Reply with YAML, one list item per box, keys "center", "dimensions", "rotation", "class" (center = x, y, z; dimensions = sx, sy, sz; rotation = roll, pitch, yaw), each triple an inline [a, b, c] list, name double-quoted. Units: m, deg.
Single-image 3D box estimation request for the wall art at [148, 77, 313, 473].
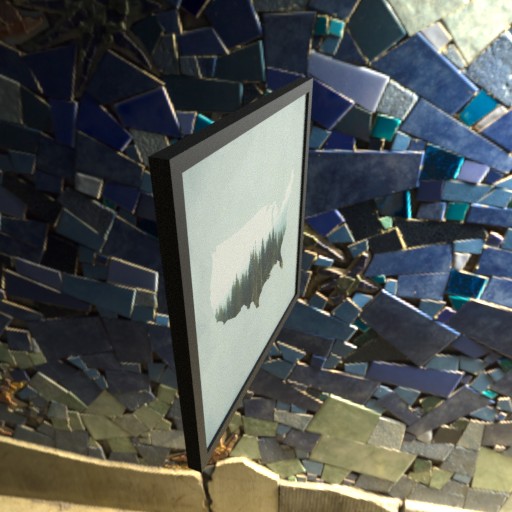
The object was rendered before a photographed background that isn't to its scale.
- center: [0.000, 0.000, 1.157]
  dimensions: [0.038, 0.763, 0.763]
  rotation: [12, 33, 19]
  class: "wall art"
